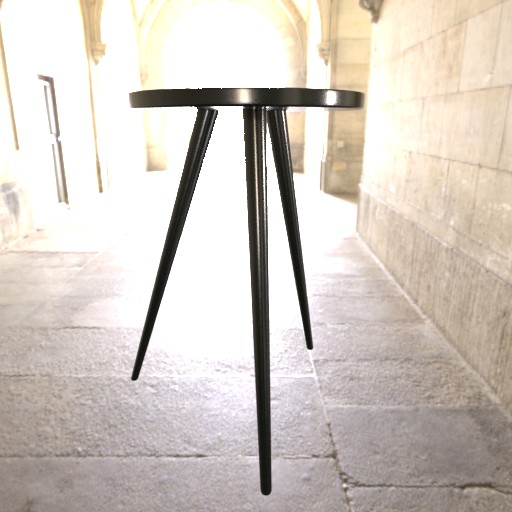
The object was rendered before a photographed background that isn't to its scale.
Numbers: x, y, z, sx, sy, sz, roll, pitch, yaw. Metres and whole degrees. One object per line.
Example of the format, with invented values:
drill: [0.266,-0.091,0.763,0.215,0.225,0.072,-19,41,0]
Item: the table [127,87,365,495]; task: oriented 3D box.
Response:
table: [0.000,0.000,0.806,0.403,0.548,0.415,16,23,42]
